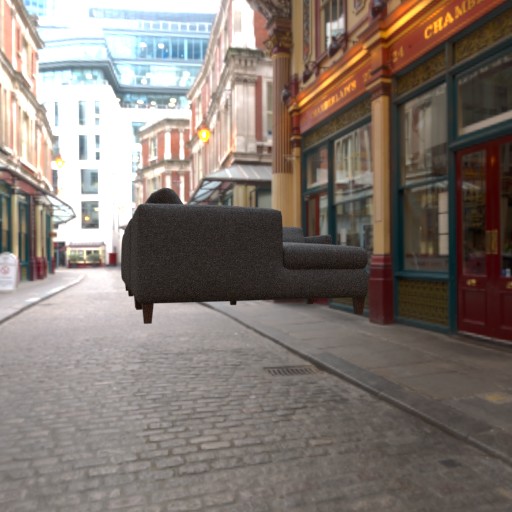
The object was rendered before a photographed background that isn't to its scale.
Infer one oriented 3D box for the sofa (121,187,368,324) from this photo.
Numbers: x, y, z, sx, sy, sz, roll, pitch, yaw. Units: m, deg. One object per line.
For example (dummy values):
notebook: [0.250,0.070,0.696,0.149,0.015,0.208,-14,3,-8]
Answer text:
sofa: [0.000,0.000,4.502,2.551,0.853,3.238,0,-1,-18]
